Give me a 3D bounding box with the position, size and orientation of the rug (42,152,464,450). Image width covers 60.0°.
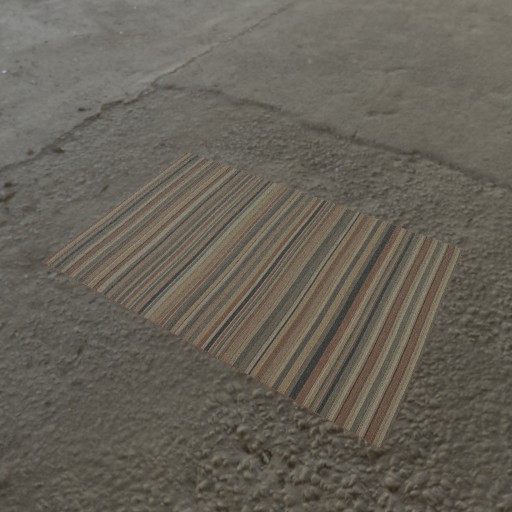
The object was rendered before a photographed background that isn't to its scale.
[{"bbox_3d":[0.000,0.000,2.306,1.829,0.008,1.219,23,50,22],"label":"rug"}]
